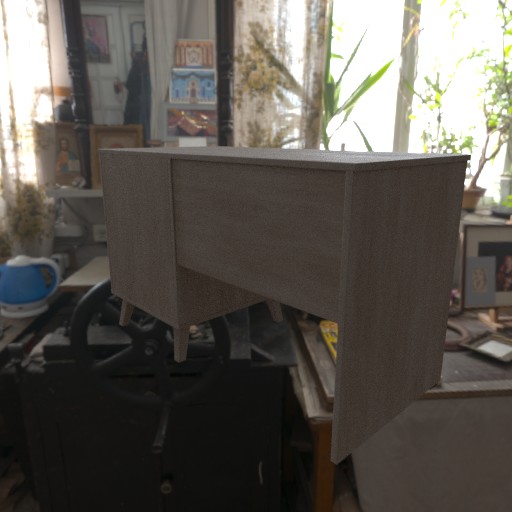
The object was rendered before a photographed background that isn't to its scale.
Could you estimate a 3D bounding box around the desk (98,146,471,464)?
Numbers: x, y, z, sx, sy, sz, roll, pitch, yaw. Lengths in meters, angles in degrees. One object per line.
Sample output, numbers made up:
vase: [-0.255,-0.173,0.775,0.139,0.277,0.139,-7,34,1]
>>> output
desk: [0.000,0.000,1.674,0.600,0.770,1.251,-14,21,-41]
